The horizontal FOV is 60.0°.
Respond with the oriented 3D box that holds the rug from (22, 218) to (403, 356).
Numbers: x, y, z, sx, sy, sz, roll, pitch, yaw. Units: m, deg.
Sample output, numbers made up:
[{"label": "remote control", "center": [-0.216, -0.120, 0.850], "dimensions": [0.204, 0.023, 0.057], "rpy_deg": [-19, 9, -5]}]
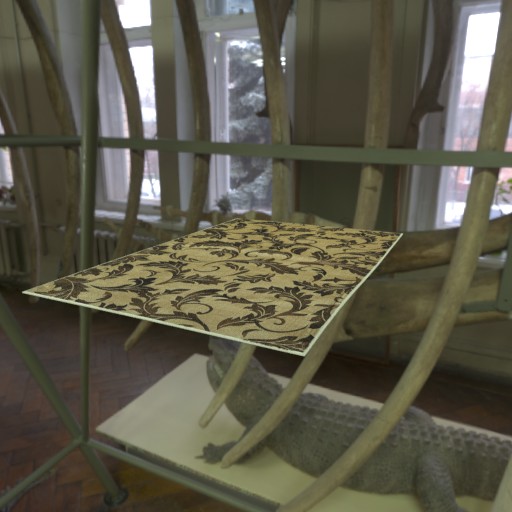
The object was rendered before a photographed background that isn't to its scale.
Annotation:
[{"label": "rug", "center": [0.000, 0.000, 2.900], "dimensions": [1.522, 0.008, 2.284], "rpy_deg": [7, 17, 25]}]
